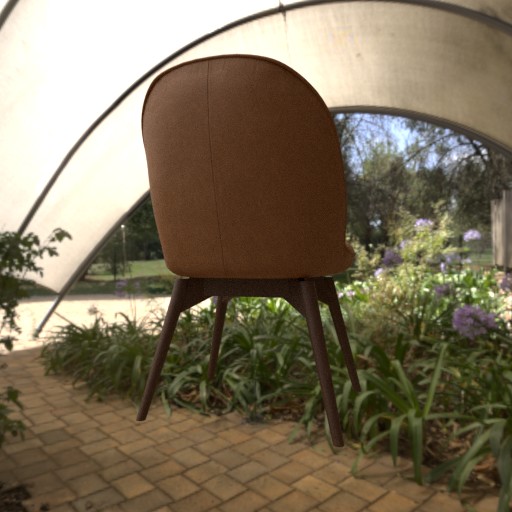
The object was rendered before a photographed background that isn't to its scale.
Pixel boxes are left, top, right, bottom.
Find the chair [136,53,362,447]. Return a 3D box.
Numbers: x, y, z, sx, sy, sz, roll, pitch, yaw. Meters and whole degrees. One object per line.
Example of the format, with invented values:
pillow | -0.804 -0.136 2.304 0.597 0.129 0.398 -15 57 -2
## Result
chair | 0.000 0.000 1.218 0.521 0.831 0.631 0 -1 18
